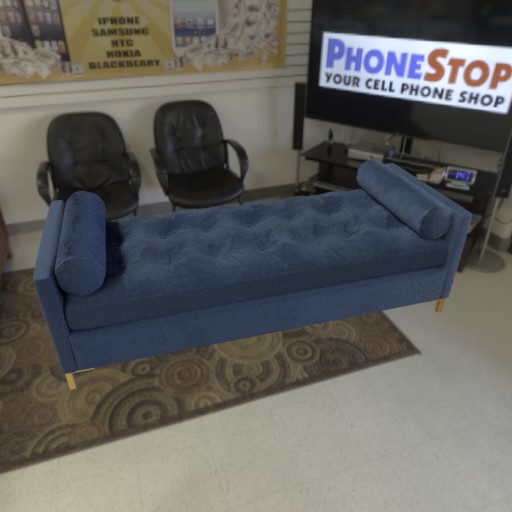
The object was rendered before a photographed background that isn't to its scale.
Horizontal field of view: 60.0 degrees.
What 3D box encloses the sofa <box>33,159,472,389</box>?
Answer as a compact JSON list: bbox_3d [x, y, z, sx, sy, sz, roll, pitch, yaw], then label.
[{"bbox_3d":[0.000,0.000,2.469,2.102,0.705,0.796,-9,33,-14],"label":"sofa"}]
